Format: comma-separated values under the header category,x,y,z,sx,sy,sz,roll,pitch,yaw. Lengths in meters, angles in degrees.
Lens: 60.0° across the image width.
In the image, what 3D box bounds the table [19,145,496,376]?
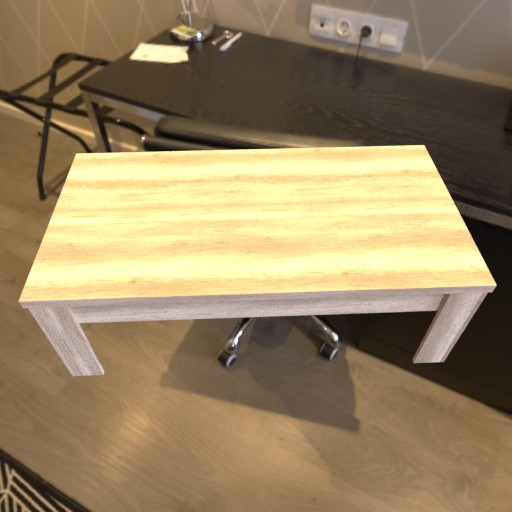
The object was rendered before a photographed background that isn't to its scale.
category,x,y,z,sx,sy,sz,roll,pitch,yaw
table,0.000,0.000,1.655,1.350,0.460,0.700,-2,48,-2
